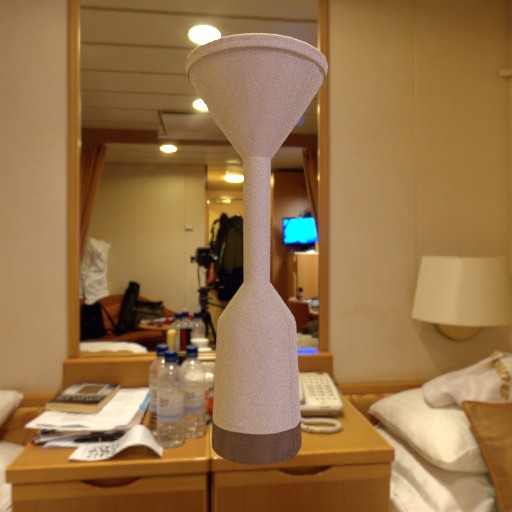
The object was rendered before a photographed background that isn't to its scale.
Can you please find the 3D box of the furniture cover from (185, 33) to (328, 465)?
[{"bbox_3d":[0.000,0.000,2.847,0.914,2.413,0.914,0,-1,37],"label":"furniture cover"}]
